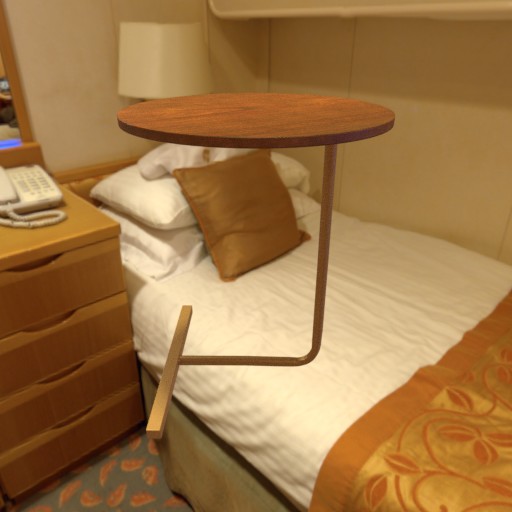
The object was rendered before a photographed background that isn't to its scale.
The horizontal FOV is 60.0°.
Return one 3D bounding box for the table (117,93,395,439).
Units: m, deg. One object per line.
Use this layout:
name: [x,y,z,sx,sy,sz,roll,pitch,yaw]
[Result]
table: [0.000,0.000,1.112,0.577,0.706,0.530,0,27,1]
